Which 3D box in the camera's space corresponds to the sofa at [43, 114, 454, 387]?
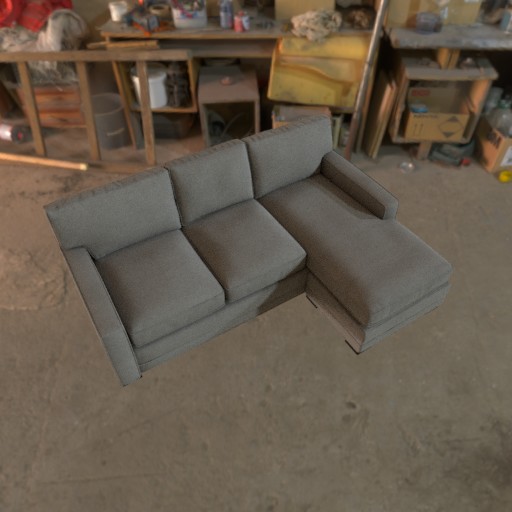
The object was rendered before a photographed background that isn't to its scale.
[{"bbox_3d":[0.000,0.000,2.809,2.087,0.861,1.496,-24,51,-21],"label":"sofa"}]
